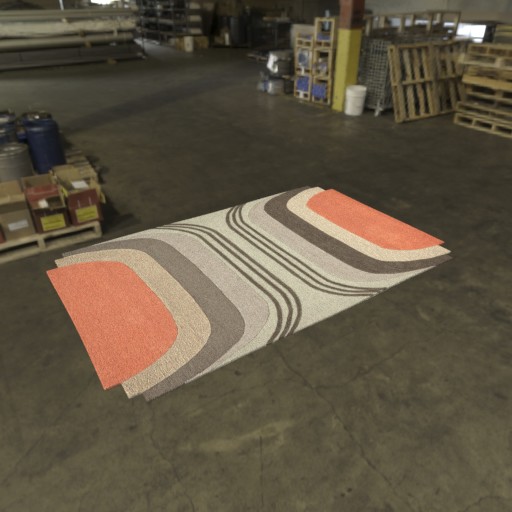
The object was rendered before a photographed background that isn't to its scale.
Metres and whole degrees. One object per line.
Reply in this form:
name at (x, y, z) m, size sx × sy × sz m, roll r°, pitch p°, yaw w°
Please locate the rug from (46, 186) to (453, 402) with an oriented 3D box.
rug at (0.000, 0.000, 3.001) m, size 2.446 × 0.017 × 1.530 m, roll -19°, pitch 36°, yaw -28°
